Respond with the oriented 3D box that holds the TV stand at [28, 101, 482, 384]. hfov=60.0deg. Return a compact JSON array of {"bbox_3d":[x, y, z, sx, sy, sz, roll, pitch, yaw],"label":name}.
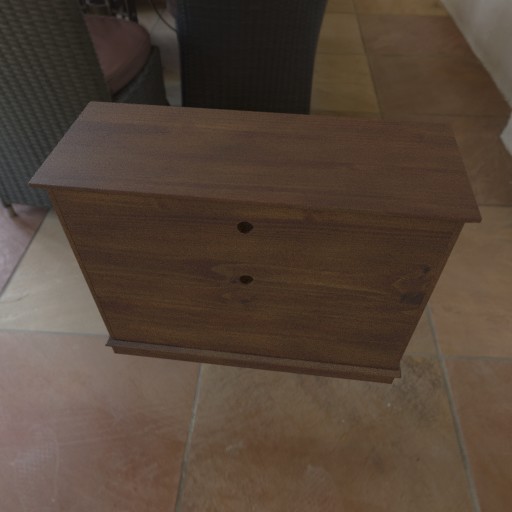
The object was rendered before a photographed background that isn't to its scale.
[{"bbox_3d":[0.000,0.000,1.467,1.067,0.813,0.406,5,47,5],"label":"TV stand"}]
